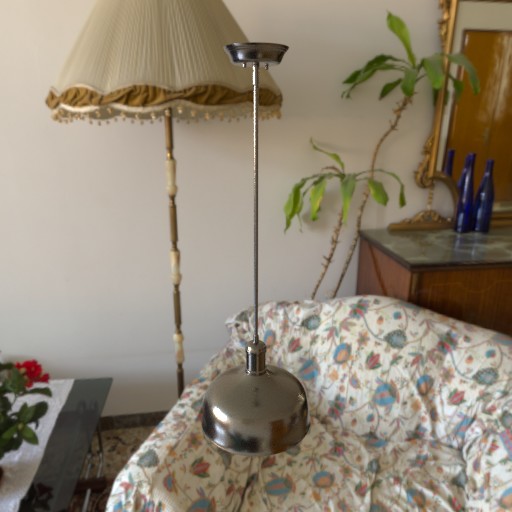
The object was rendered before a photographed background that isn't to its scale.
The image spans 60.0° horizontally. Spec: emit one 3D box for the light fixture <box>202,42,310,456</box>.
[{"bbox_3d":[0.000,0.000,1.089,0.299,0.935,0.299,-16,23,-42],"label":"light fixture"}]
